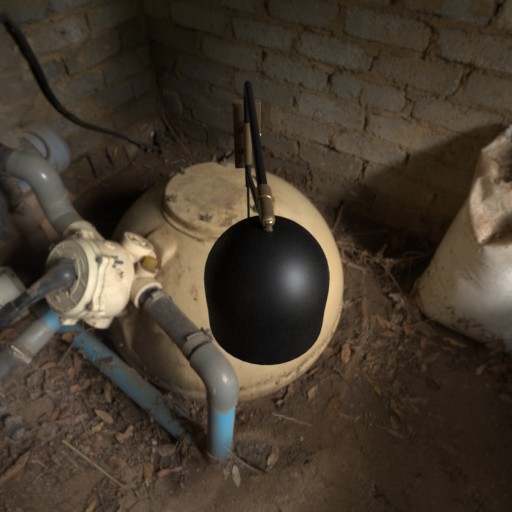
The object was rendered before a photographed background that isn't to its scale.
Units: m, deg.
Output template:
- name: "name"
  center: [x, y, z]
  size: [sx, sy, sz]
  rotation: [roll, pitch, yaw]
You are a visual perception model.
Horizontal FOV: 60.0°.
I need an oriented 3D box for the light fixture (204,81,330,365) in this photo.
- name: "light fixture"
  center: [0.000, 0.000, 1.085]
  size: [0.215, 0.696, 0.720]
  rotation: [-3, 47, -3]
